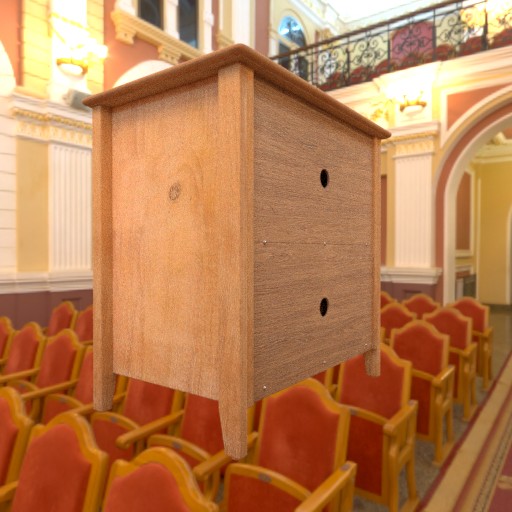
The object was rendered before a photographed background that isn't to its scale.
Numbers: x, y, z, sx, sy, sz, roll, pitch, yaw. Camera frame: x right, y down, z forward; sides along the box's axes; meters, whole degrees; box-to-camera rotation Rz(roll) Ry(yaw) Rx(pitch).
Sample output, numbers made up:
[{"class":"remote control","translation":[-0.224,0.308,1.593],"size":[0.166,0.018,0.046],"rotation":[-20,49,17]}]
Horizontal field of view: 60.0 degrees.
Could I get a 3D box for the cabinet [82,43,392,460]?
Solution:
[{"class":"cabinet","translation":[0.000,0.000,1.236],"size":[0.503,0.762,0.763],"rotation":[0,1,37]}]
